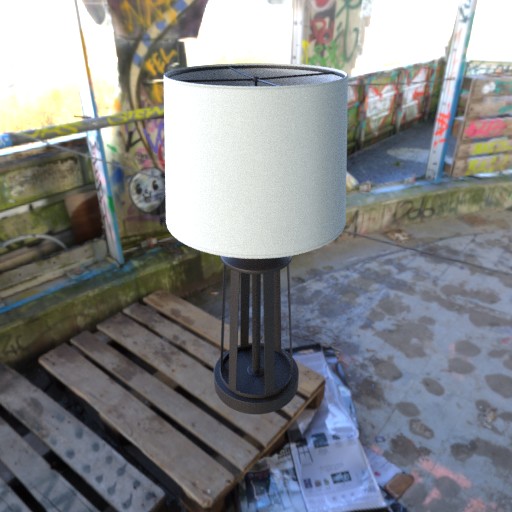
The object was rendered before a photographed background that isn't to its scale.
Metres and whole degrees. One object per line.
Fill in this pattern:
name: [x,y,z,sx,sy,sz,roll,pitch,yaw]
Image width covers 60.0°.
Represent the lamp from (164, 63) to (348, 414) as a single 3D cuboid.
lamp: [0.000,0.000,0.661,0.251,0.509,0.251,0,29,0]
